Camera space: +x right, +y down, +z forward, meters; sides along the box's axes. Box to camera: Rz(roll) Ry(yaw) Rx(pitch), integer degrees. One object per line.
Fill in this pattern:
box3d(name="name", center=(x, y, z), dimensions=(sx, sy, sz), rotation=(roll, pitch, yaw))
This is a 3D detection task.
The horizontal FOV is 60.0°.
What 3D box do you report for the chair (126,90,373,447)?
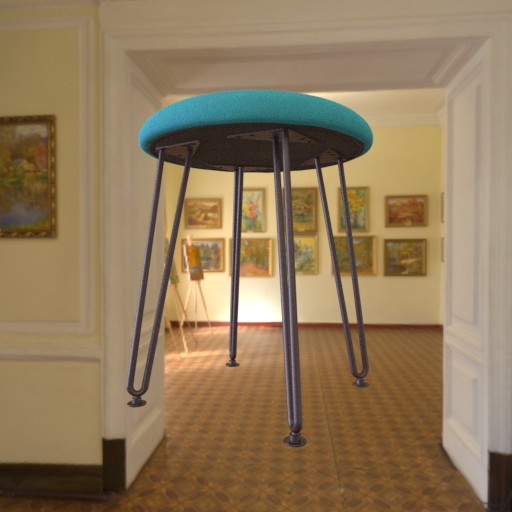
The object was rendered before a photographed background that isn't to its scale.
box3d(name="chair", center=(0.000, 0.000, 0.687), dimensions=(0.350, 0.430, 0.350), rotation=(0, 1, 18))
